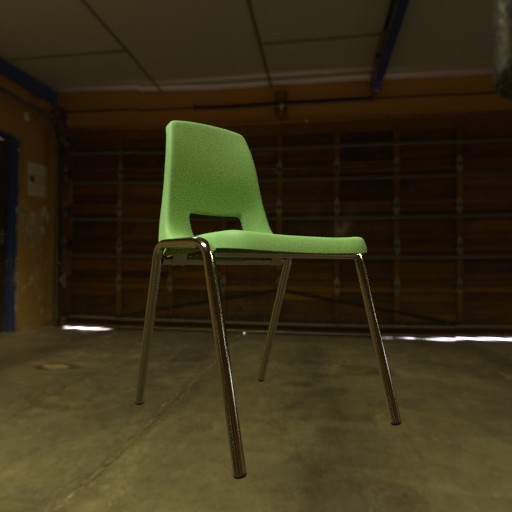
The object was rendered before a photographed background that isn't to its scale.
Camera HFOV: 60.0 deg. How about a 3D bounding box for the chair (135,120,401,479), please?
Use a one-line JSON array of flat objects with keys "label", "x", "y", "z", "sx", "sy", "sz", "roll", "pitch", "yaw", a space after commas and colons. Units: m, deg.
[{"label": "chair", "x": 0.000, "y": 0.000, "z": 0.918, "sx": 0.381, "sy": 0.653, "sz": 0.436, "roll": 1, "pitch": -2, "yaw": -36}]
